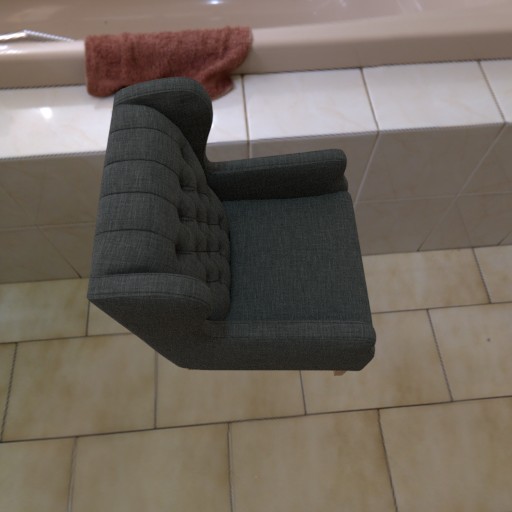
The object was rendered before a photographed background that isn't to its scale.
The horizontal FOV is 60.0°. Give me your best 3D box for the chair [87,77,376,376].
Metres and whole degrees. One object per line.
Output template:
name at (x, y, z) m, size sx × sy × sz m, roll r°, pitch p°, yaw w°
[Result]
chair at (0.000, 0.000, 1.495) m, size 0.775 × 0.953 × 0.711 m, roll -2°, pitch 64°, yaw -1°
